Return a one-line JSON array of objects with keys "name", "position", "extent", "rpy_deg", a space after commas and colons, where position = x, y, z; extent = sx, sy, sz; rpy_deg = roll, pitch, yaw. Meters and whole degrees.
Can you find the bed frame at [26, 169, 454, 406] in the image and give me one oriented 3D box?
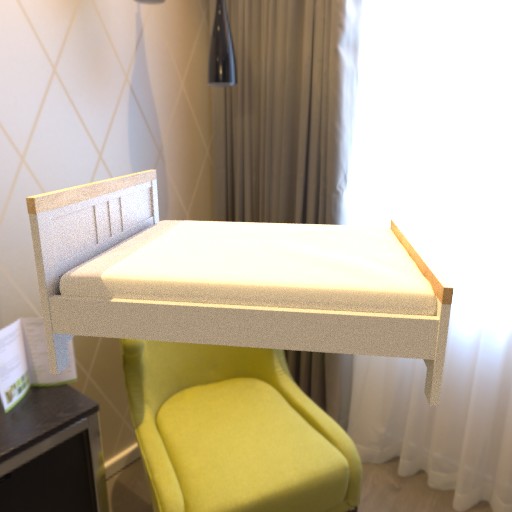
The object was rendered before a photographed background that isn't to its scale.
[{"name": "bed frame", "position": [0.000, 0.000, 2.968], "extent": [2.050, 0.980, 1.670], "rpy_deg": [2, 16, 8]}]
